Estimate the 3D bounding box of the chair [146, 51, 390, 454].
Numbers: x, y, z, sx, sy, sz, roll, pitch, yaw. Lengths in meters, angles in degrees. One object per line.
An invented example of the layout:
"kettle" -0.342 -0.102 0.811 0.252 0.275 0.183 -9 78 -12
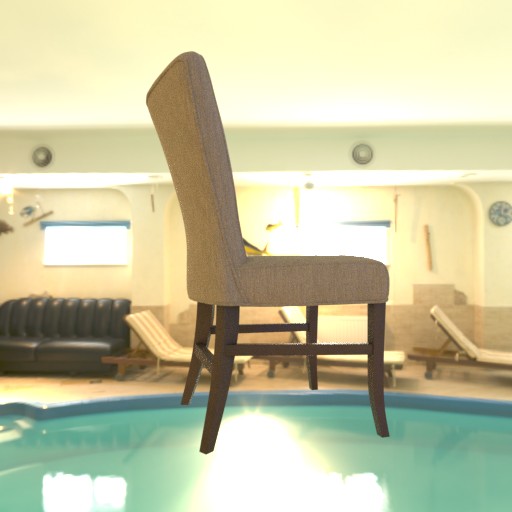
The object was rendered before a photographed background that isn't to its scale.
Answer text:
"chair" 0.000 0.000 1.363 0.660 0.991 0.520 0 -1 -17
